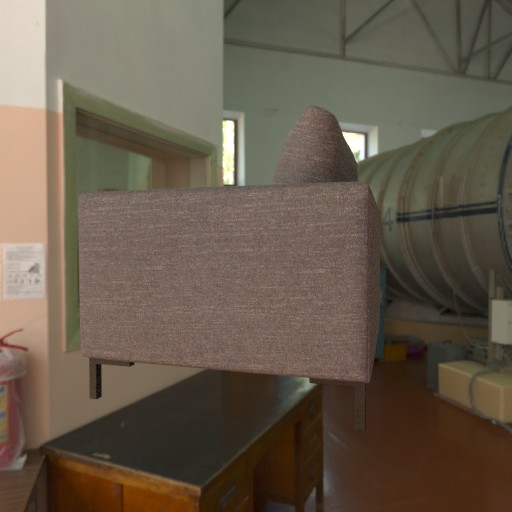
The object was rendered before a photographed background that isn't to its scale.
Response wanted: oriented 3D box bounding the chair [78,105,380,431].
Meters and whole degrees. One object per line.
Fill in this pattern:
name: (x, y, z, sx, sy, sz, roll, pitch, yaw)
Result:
chair: (0.000, 0.000, 1.604, 0.845, 0.841, 0.940, 0, 1, 17)
